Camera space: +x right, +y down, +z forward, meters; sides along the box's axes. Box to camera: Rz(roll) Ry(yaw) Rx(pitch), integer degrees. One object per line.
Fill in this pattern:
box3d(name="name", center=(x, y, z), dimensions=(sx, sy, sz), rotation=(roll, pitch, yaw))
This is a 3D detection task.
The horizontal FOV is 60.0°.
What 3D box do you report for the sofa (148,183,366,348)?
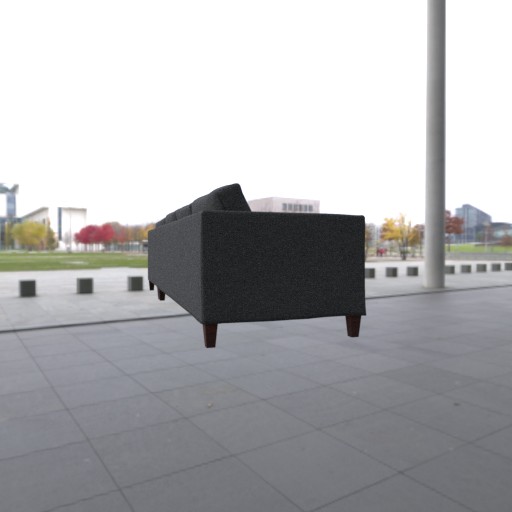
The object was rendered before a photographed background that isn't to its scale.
box3d(name="sofa", center=(0.000, 0.000, 3.917), dimensions=(1.625, 0.846, 3.186), rotation=(0, 1, -19))
